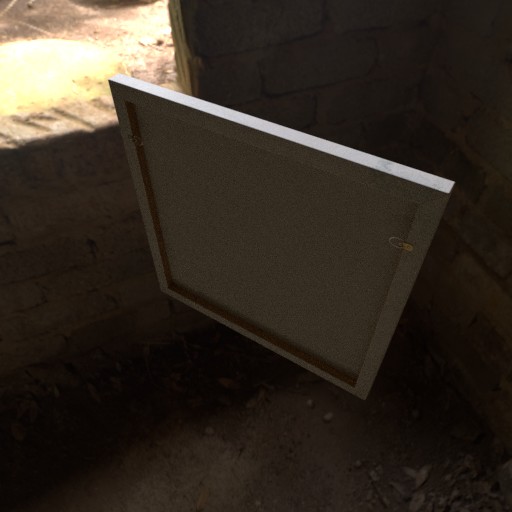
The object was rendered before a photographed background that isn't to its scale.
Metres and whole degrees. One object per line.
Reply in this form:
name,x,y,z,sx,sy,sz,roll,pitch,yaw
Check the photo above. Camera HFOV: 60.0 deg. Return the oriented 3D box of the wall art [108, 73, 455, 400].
wall art,0.000,0.000,1.145,0.762,0.762,0.041,25,52,21
